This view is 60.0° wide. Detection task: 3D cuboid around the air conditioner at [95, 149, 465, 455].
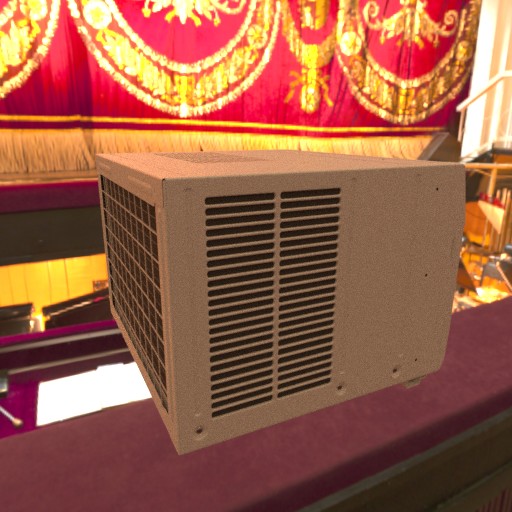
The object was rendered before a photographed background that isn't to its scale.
[{"bbox_3d":[0.000,0.000,1.045,0.599,0.455,0.645,-8,18,-26],"label":"air conditioner"}]
